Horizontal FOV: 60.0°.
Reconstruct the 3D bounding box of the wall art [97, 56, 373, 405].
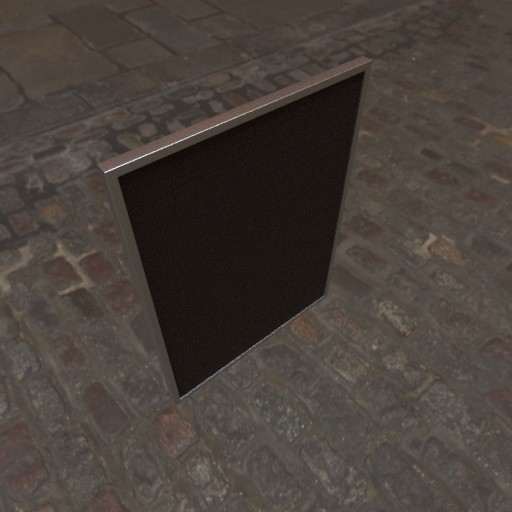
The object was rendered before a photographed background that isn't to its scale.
[{"bbox_3d":[0.000,0.000,1.441,0.801,1.062,0.037,-31,54,-26],"label":"wall art"}]
